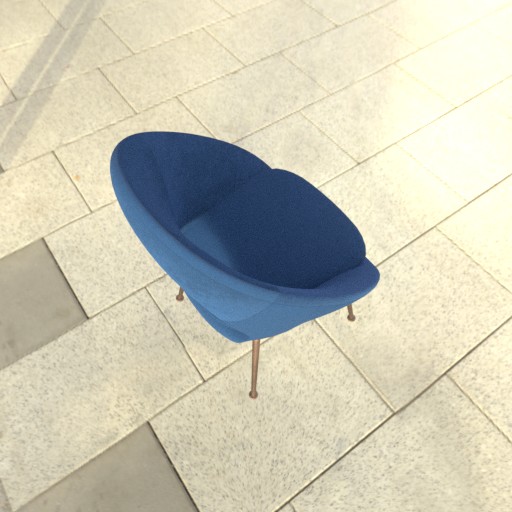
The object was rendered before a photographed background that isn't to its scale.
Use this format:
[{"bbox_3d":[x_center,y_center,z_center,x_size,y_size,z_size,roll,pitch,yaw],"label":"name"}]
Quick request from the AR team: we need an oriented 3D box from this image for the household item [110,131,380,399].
[{"bbox_3d":[0.000,0.000,1.248,0.573,0.852,0.623,-33,64,-19],"label":"household item"}]
